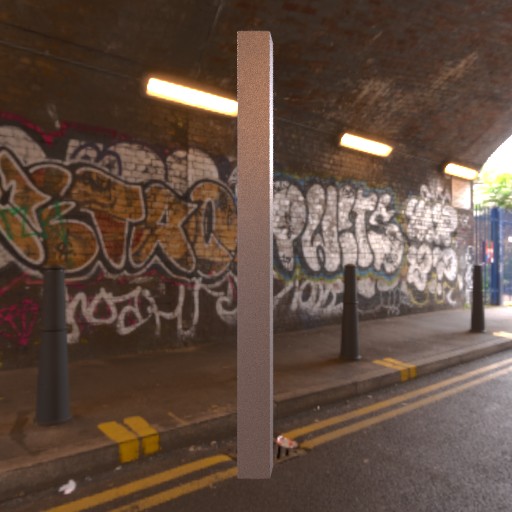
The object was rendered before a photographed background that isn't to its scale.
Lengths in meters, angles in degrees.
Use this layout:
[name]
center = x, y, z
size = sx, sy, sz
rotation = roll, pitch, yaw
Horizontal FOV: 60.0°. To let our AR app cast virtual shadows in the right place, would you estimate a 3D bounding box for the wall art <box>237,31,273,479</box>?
[wall art]
center = 0.000, 0.000, 0.519
size = 0.028, 0.349, 0.349
rotation = 0, -1, 0
